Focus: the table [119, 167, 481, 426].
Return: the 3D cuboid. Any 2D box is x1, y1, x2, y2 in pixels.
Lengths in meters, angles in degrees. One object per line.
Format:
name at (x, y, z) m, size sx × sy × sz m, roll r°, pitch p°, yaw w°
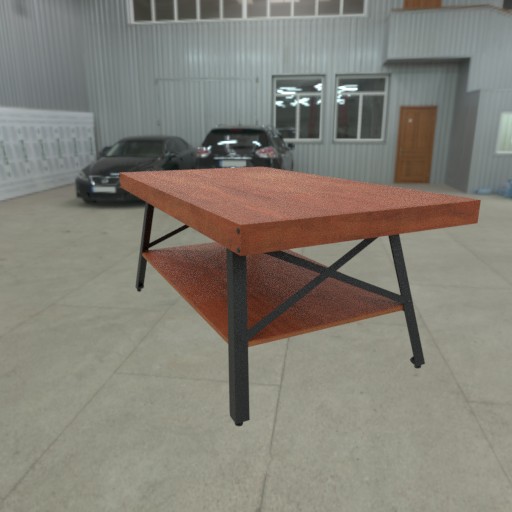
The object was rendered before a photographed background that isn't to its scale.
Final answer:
table at (0.000, 0.000, 1.397) m, size 0.610 × 0.457 × 1.067 m, roll -8°, pitch 18°, yaw -26°
